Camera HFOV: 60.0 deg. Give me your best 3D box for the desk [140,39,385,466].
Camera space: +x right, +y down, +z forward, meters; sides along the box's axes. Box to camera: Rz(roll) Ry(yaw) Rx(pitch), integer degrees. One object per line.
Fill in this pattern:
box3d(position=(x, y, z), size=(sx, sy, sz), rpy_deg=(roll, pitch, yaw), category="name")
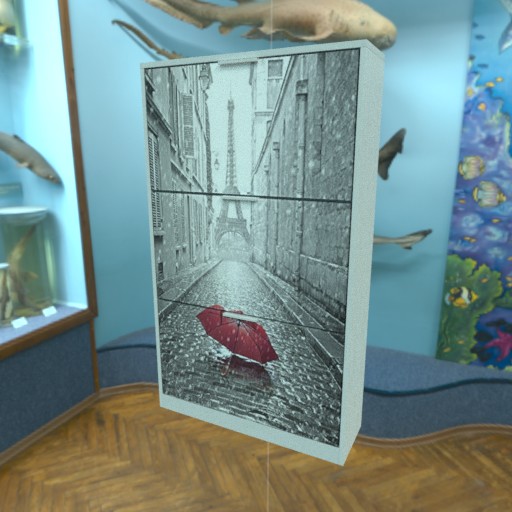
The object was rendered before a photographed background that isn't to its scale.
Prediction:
box3d(position=(0.000, 0.000, 1.552), size=(0.750, 1.280, 0.250), rpy_deg=(7, 16, 26), category="desk")
